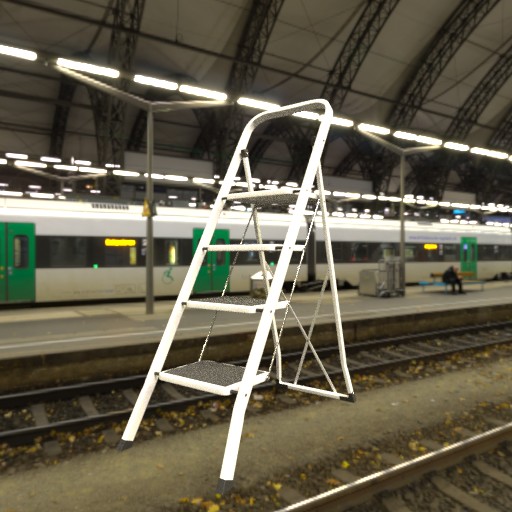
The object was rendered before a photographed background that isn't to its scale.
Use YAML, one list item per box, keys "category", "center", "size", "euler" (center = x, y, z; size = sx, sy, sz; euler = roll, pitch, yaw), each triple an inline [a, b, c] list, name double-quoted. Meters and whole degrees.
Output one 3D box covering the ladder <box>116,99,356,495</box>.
- category: "ladder"
  center: [0.000, 0.000, 1.675]
  size: [0.460, 1.265, 0.914]
  euler: [0, 0, 37]
